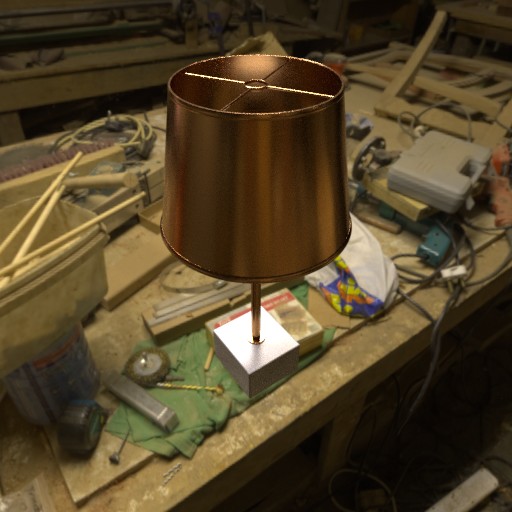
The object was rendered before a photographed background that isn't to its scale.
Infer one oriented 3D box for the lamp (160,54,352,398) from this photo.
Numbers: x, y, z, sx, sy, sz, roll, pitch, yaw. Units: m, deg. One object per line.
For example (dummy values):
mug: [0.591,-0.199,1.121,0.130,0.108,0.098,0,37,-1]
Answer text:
lamp: [0.000,0.000,0.523,0.208,0.406,0.208,0,40,0]
